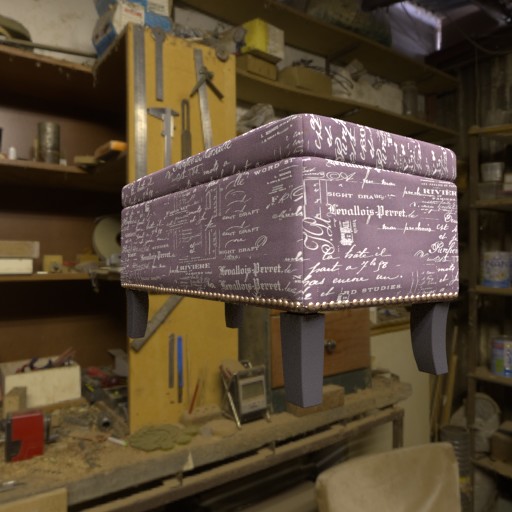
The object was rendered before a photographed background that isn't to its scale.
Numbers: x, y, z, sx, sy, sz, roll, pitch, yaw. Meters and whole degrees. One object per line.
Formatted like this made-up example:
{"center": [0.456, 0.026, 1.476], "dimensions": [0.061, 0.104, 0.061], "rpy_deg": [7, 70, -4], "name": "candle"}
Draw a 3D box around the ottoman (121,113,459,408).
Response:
{"center": [0.000, 0.000, 1.064], "dimensions": [0.406, 0.457, 0.813], "rpy_deg": [1, -1, -35], "name": "ottoman"}
